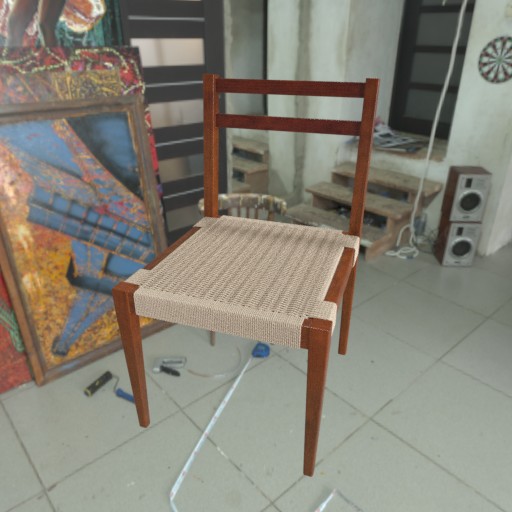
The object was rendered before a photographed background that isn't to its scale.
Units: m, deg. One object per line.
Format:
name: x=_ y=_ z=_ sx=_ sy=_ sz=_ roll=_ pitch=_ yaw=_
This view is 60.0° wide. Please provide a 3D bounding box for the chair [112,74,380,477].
chair: x=0.000 y=0.000 z=1.171 sx=0.495 sy=0.851 sz=0.569 roll=9 pitch=27 yaw=17
